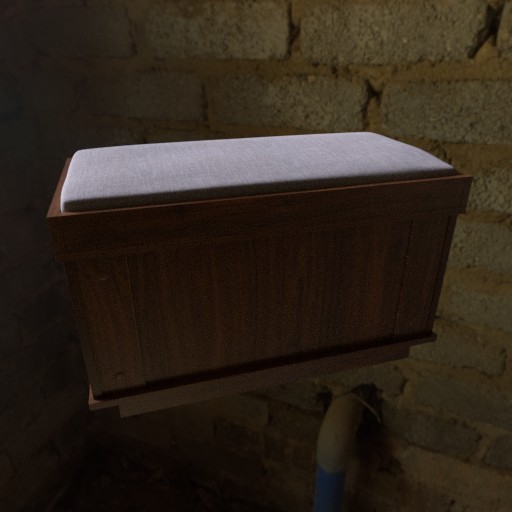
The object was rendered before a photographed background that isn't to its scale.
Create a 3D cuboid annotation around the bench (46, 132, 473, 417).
[{"bbox_3d":[0.000,0.000,0.975,0.734,0.461,0.362,-7,28,-14],"label":"bench"}]
